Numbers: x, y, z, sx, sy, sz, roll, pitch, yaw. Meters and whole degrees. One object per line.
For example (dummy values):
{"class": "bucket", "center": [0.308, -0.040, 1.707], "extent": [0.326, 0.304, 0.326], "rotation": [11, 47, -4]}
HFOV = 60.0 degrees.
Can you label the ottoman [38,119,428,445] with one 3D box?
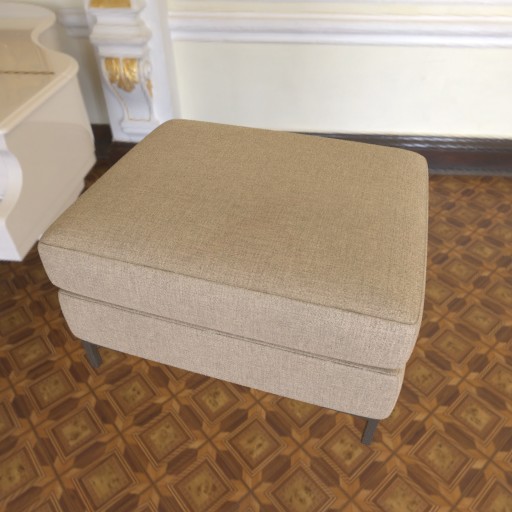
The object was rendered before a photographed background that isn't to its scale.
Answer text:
{"class": "ottoman", "center": [0.000, 0.000, 1.202], "extent": [0.820, 0.490, 0.671], "rotation": [11, 42, 13]}
